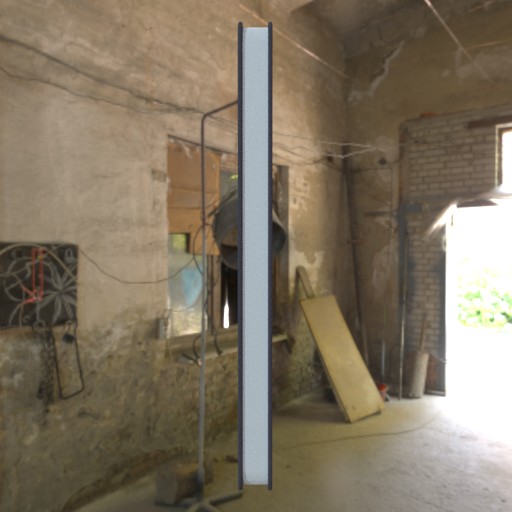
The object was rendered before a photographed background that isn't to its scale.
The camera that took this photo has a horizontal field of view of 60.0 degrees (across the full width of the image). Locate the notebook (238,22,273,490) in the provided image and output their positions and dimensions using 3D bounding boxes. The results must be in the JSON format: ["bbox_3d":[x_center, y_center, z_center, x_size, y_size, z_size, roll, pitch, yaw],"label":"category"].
[{"bbox_3d":[0.000,0.000,0.258,0.016,0.213,0.127,0,1,0],"label":"notebook"}]
